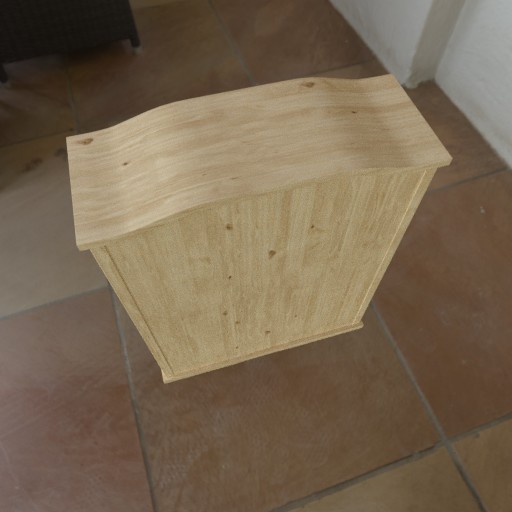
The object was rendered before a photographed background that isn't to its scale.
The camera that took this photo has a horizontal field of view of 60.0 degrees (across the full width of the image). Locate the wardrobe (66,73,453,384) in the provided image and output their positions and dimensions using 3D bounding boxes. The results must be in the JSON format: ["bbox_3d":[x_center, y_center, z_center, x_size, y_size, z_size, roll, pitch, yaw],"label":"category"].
[{"bbox_3d":[0.000,0.000,2.569,1.500,1.870,0.570,-14,60,-8],"label":"wardrobe"}]
